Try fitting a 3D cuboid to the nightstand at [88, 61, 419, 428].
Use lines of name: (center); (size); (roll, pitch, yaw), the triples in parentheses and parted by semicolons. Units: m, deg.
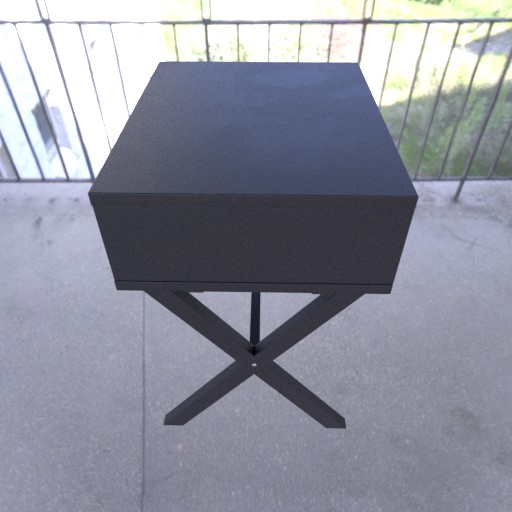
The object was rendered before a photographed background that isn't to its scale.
nightstand: (0.000, 0.000, 0.921); (0.402, 0.623, 0.479); (1, 42, 1)
